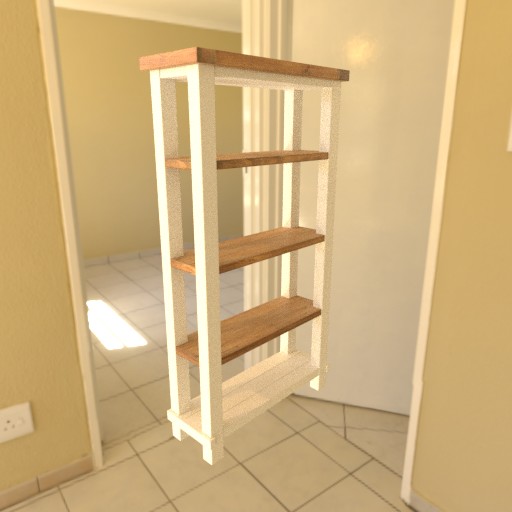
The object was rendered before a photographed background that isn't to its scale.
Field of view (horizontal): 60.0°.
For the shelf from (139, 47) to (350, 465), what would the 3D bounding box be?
[{"bbox_3d":[0.000,0.000,2.352,0.381,1.878,1.022,15,22,41],"label":"shelf"}]
